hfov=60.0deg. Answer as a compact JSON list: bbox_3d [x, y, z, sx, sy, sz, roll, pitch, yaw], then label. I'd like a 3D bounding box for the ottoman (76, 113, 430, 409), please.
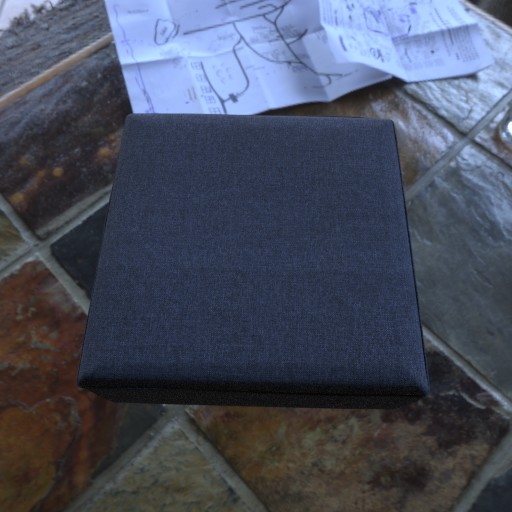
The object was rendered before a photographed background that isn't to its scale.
[{"bbox_3d":[0.000,0.000,1.600,1.023,0.423,1.017,2,66,1],"label":"ottoman"}]
